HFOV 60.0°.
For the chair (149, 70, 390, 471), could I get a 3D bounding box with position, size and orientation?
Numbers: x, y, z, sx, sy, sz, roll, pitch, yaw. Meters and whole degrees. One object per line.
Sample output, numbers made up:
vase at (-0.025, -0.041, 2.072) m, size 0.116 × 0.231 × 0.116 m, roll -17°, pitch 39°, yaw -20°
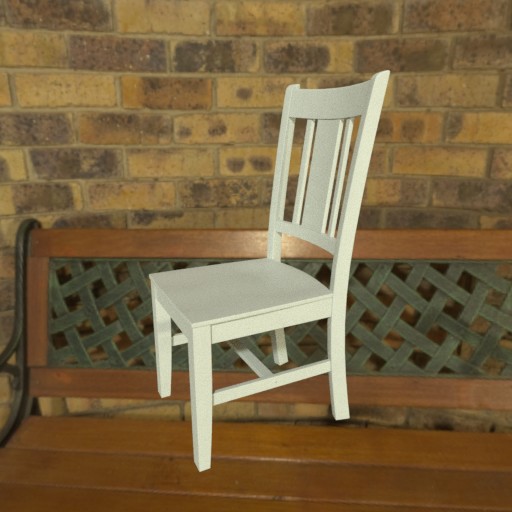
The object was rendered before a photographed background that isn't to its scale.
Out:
chair at (0.000, 0.000, 1.306) m, size 0.555 × 0.998 × 0.450 m, roll -8°, pitch 18°, yaw -26°
